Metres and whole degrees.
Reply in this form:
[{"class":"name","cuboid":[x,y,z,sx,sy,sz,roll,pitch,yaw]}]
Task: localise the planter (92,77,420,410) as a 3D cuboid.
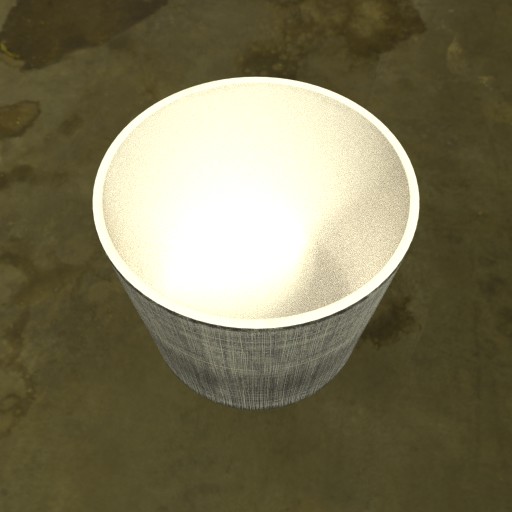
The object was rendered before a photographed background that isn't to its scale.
[{"class":"planter","cuboid":[0.000,0.000,0.389,0.221,0.201,0.221,0,58,0]}]
